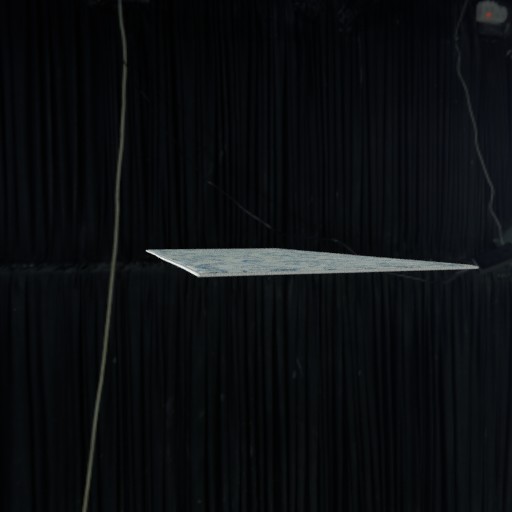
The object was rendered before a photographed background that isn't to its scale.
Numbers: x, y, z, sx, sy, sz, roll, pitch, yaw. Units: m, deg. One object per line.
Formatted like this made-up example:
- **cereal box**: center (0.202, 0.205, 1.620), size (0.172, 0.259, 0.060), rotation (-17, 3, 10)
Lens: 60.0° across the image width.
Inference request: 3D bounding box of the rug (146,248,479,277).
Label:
- **rug**: center (0.000, 0.000, 1.426), size (0.605, 0.007, 1.220), rotation (-1, 3, -18)
